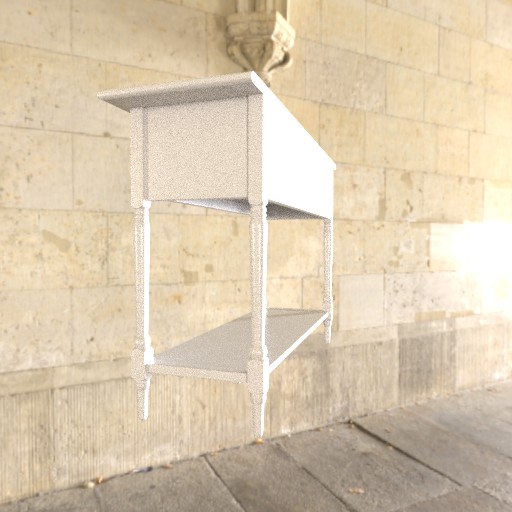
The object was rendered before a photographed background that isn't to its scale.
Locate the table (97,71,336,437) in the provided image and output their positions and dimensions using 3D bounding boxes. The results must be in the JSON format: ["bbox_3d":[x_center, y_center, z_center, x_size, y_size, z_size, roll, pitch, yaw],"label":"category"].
[{"bbox_3d":[0.000,0.000,1.552,0.384,0.808,1.197,1,2,18],"label":"table"}]
